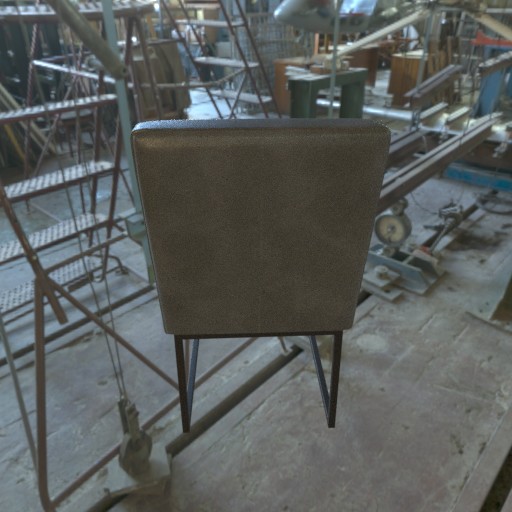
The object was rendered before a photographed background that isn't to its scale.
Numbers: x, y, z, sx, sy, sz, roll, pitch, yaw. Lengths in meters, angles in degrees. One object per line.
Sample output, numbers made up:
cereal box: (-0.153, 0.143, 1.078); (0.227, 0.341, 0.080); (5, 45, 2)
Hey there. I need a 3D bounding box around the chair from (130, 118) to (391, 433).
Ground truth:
chair: (0.000, 0.000, 1.334); (0.520, 0.930, 0.634); (-1, 30, -2)
